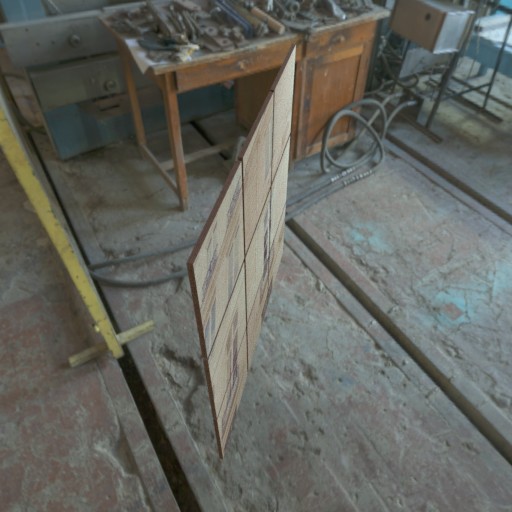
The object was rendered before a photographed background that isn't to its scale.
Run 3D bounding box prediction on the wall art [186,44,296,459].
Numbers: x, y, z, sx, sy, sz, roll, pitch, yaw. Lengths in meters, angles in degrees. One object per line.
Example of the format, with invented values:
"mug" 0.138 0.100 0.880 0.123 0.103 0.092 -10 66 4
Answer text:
"wall art" 0.000 0.000 1.815 0.024 1.218 1.221 10 48 10
